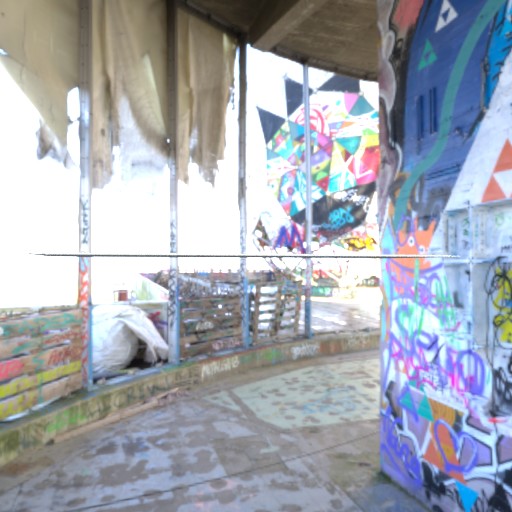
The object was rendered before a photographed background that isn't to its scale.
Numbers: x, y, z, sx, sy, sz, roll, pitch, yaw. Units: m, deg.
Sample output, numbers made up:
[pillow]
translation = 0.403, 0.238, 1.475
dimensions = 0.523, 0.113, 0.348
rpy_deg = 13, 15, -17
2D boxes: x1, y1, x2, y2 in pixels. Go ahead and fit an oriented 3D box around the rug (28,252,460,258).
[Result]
[rug]
translation = 0.000, 0.000, 2.778
dimensions = 2.480, 0.013, 0.786
rpy_deg = 0, -1, -18
